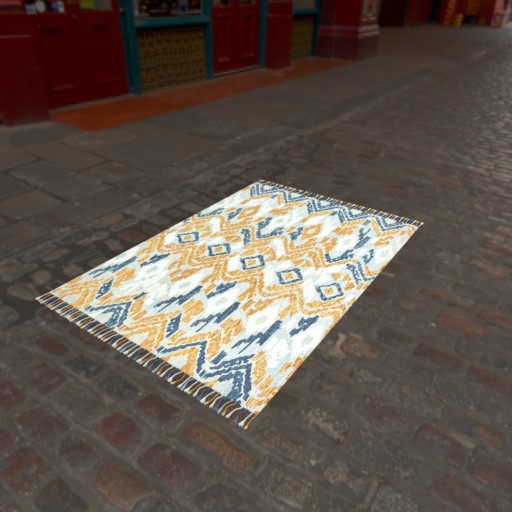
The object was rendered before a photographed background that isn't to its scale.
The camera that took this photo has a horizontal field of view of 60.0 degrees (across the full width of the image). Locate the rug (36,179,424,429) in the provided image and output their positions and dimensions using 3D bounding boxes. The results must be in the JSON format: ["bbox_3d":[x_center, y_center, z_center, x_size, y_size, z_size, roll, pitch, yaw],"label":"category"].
[{"bbox_3d":[0.000,0.000,2.390,1.230,0.008,1.827,20,37,30],"label":"rug"}]
